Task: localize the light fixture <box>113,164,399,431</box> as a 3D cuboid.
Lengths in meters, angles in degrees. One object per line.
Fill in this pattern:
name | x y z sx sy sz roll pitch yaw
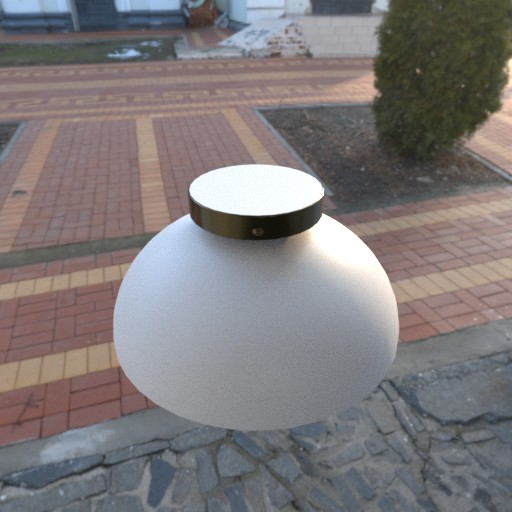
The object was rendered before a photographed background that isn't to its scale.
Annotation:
light fixture | 0.000 0.000 0.530 0.355 0.177 0.355 0 31 0
